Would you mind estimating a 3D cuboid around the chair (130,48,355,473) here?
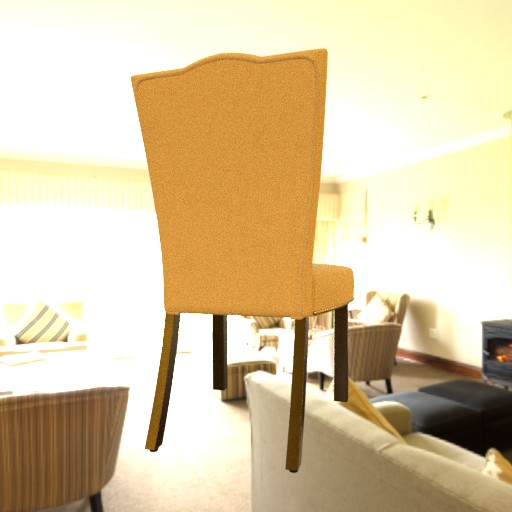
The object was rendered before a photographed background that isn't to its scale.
[{"bbox_3d":[0.000,0.000,1.286,0.518,0.946,0.589,0,-1,17],"label":"chair"}]
